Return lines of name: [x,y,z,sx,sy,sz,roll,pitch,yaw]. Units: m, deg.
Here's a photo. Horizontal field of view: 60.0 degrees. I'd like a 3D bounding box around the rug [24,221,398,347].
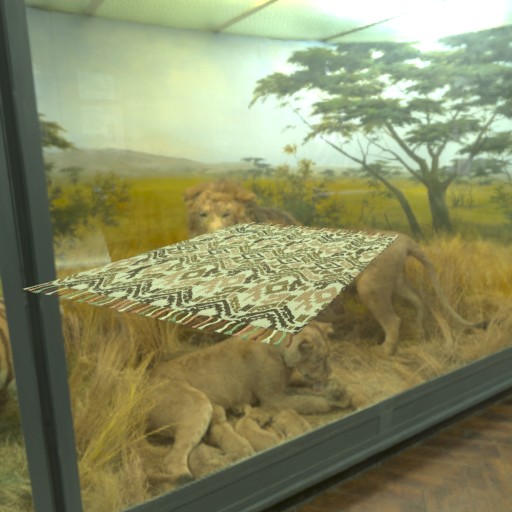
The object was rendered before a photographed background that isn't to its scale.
rug: [0.000,0.000,3.042,1.524,0.008,2.438,7,16,26]
